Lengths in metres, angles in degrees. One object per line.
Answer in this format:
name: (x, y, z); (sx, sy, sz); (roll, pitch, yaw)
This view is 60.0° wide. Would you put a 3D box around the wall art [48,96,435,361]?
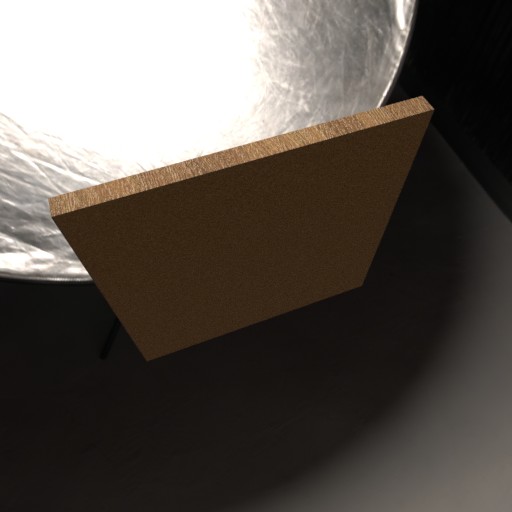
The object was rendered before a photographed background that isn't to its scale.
wall art: (0.000, 0.000, 0.925); (0.611, 0.608, 0.042); (-18, 60, -11)
